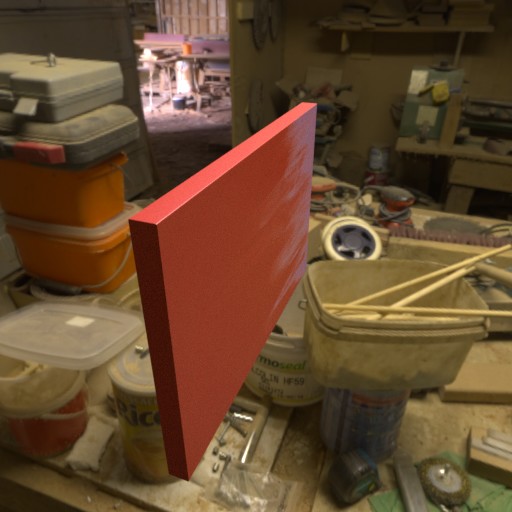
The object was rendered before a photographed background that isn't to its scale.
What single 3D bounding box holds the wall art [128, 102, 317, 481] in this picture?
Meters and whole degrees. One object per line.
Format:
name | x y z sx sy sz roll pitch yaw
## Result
wall art | 0.000 0.000 0.775 0.033 0.405 0.607 11 32 18
